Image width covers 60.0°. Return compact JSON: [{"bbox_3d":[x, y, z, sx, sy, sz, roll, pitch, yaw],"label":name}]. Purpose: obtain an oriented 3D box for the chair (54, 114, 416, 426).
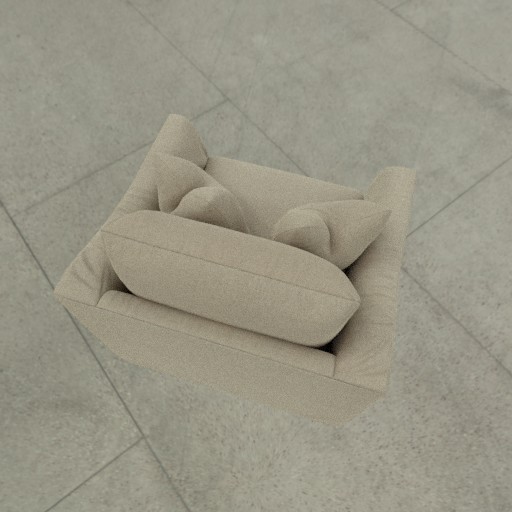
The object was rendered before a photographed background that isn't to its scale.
[{"bbox_3d":[0.000,0.000,1.985,1.194,1.093,1.071,15,64,8],"label":"chair"}]
